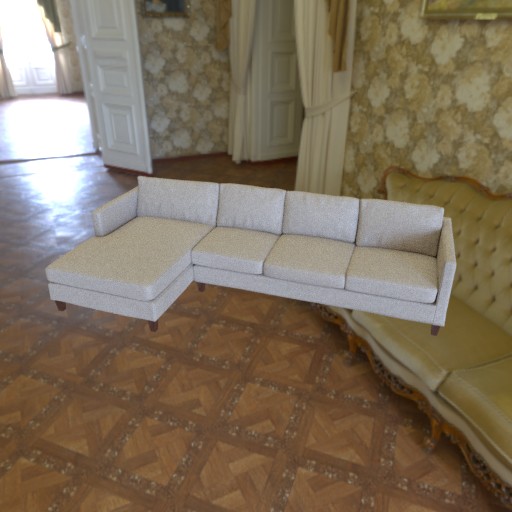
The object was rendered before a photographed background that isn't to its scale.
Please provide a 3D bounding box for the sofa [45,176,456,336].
[{"bbox_3d":[0.000,0.000,3.877,3.186,0.846,1.625,9,28,17],"label":"sofa"}]
